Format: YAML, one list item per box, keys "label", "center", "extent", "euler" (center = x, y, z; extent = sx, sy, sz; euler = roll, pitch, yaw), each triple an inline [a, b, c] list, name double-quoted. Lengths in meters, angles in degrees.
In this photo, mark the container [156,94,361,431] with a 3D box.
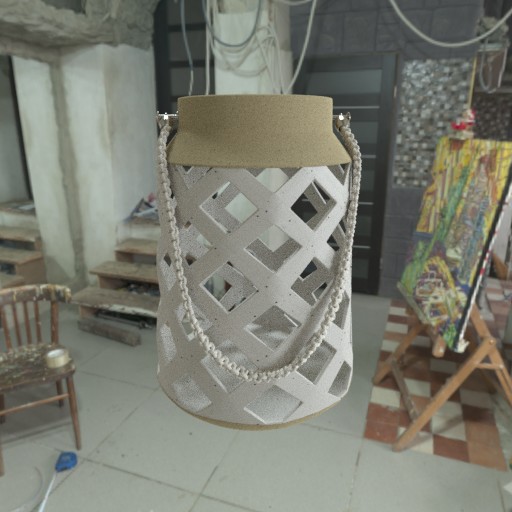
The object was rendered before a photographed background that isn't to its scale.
- label: "container"
  center: [0.000, 0.000, 0.342]
  extent: [0.163, 0.229, 0.172]
  euler: [-3, 17, -9]
